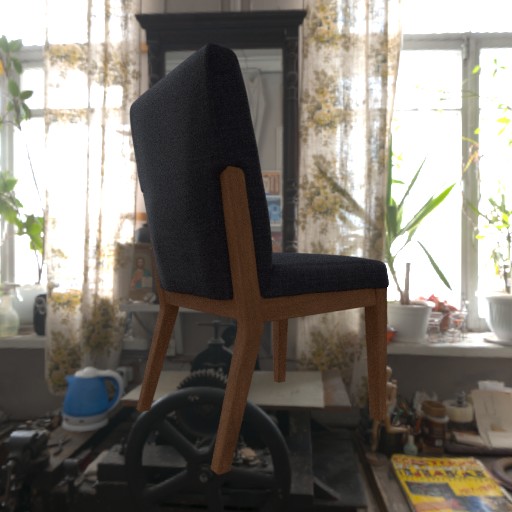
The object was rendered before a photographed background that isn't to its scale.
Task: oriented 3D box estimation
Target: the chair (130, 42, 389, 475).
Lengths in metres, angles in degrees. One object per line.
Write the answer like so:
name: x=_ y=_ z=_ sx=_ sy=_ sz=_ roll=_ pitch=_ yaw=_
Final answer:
chair: x=0.000 y=0.000 z=1.268 sx=0.586 sy=0.911 sz=0.507 roll=0 pitch=0 yaw=-35
